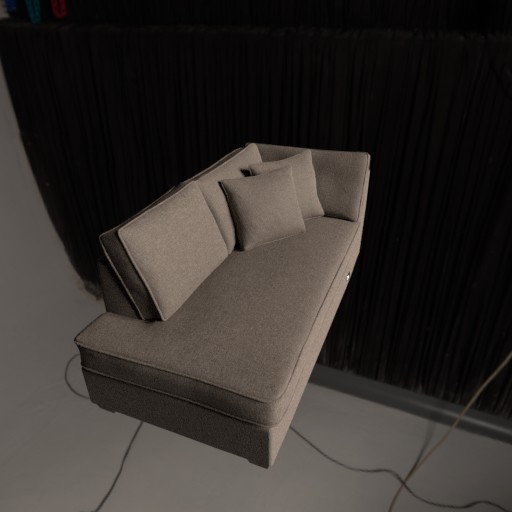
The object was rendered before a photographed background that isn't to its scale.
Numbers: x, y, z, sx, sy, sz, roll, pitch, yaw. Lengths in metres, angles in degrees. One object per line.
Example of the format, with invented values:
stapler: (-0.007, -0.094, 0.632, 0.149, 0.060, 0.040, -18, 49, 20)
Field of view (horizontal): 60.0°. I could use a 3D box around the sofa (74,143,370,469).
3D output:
sofa: (0.000, 0.000, 2.898, 1.110, 1.033, 2.237, 12, 32, 19)
